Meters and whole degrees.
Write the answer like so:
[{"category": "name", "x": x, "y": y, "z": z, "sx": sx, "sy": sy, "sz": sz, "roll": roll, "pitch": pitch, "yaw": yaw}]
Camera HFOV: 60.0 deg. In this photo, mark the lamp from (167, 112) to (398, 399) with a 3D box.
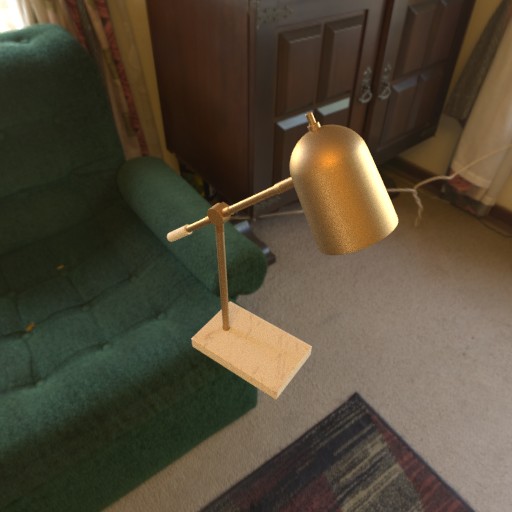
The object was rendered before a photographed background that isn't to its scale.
[{"category": "lamp", "x": 0.000, "y": 0.000, "z": 0.829, "sx": 0.471, "sy": 0.603, "sz": 0.144, "roll": 26, "pitch": 48, "yaw": 26}]
